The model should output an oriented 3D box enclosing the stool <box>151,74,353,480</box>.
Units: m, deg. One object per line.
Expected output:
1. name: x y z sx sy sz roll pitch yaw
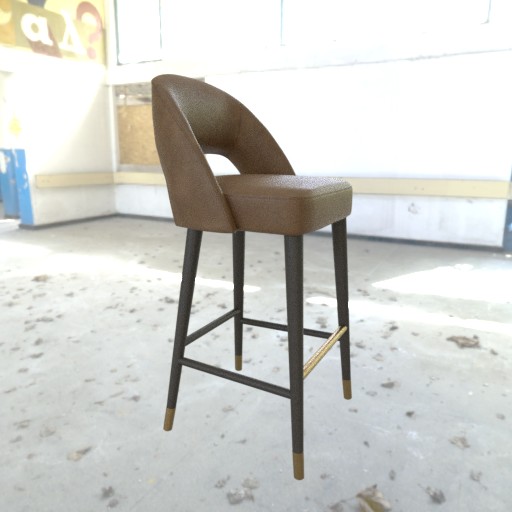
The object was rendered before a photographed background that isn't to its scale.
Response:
1. stool: 0.000 0.000 1.320 0.509 1.037 0.494 7 15 27
